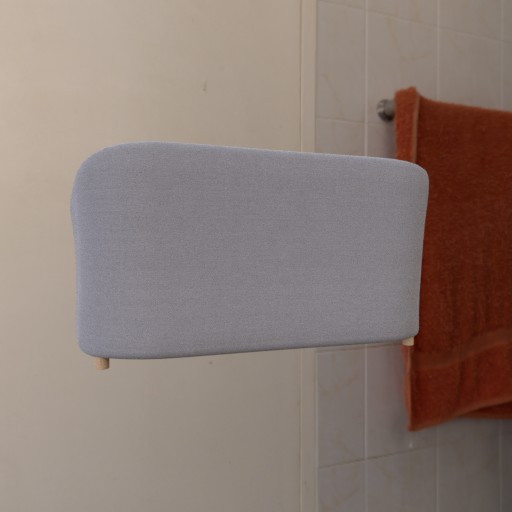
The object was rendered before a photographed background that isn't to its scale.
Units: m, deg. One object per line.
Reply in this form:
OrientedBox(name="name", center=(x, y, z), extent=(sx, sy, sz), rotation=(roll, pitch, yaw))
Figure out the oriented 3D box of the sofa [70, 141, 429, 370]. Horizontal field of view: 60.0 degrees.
OrientedBox(name="sofa", center=(0.000, 0.000, 1.808), extent=(1.452, 0.721, 0.705), rotation=(0, 1, -18))
